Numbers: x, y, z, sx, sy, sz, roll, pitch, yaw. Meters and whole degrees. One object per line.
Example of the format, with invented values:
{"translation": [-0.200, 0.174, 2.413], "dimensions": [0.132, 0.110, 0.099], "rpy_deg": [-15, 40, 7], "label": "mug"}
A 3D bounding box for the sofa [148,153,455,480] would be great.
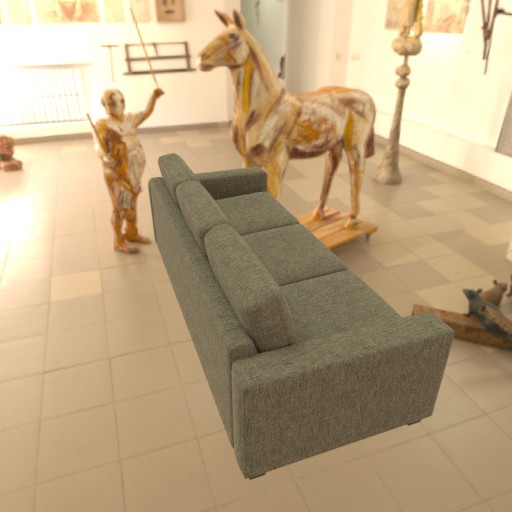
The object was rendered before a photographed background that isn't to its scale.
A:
{"translation": [0.000, 0.000, 2.546], "dimensions": [0.900, 0.800, 2.160], "rpy_deg": [-10, 31, -18], "label": "sofa"}
